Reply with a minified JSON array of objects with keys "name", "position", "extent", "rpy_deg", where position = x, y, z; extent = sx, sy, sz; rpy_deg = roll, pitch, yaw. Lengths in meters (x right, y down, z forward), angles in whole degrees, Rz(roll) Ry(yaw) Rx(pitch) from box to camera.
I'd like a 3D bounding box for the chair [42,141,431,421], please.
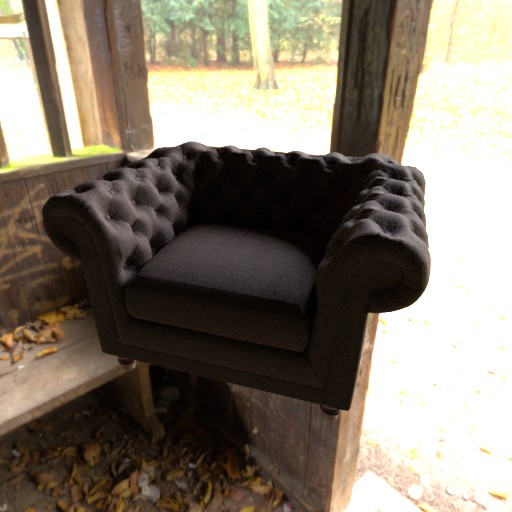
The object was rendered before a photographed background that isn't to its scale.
[{"name":"chair","position":[0.000,0.000,1.873],"extent":[1.298,0.780,0.945],"rpy_deg":[9,28,16]}]
